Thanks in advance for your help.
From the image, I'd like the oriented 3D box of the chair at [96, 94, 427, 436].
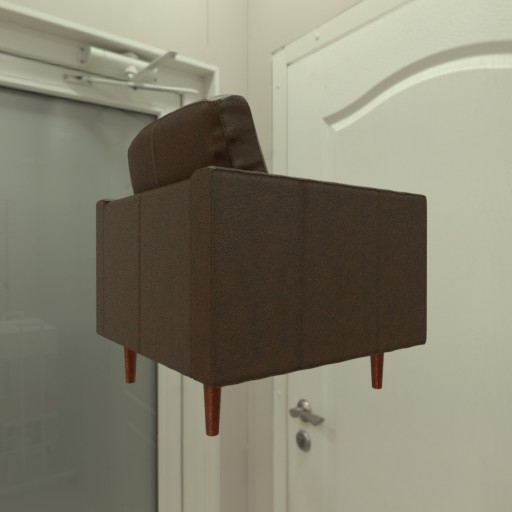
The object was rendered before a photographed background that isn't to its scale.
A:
[{"bbox_3d":[0.000,0.000,1.650,0.909,0.956,0.890,0,0,-37],"label":"chair"}]
